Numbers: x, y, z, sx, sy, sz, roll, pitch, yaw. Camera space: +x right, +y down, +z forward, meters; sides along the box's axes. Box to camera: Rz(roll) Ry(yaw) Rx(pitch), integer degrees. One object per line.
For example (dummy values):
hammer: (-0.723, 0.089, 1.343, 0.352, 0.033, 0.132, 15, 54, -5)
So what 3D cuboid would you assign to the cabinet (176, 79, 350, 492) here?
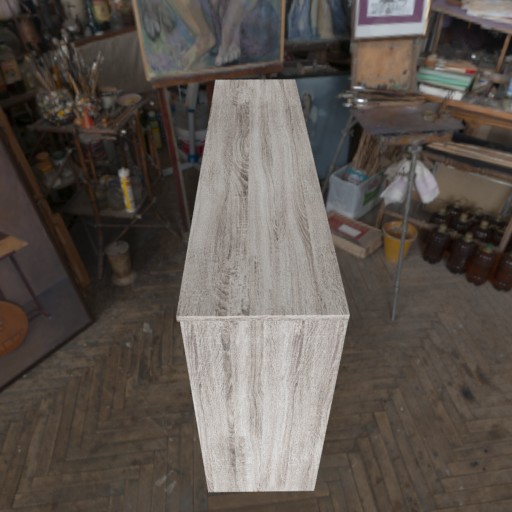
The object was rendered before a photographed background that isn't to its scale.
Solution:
cabinet: (0.000, 0.000, 1.780, 0.380, 0.900, 1.450, 0, 40, -1)
